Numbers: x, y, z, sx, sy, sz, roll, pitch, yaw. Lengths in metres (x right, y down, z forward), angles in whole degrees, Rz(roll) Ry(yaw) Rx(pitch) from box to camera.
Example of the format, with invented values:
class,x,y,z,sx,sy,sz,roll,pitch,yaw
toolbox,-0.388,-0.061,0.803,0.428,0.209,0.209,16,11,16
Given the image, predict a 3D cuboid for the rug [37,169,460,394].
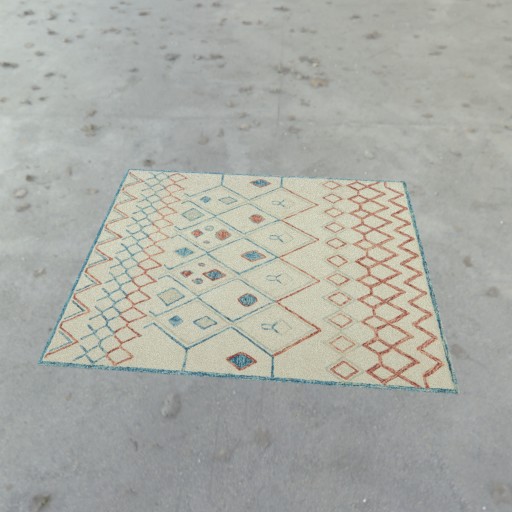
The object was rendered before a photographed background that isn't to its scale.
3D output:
class,x,y,z,sx,sy,sz,roll,pitch,yaw
rug,0.000,0.000,4.017,3.050,0.016,2.441,3,47,3
